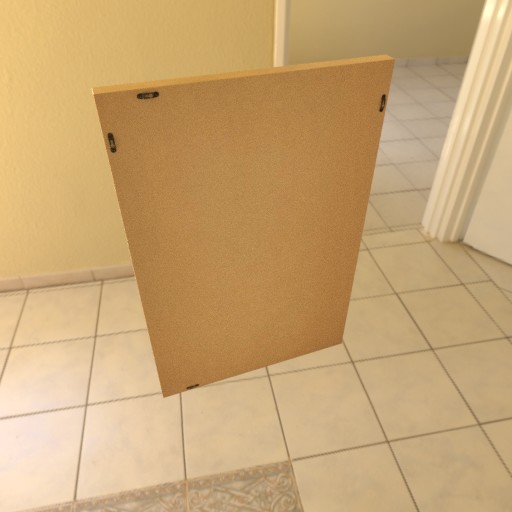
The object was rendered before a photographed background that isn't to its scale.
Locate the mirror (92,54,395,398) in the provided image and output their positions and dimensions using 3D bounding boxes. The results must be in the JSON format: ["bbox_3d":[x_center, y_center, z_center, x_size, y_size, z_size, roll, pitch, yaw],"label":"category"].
[{"bbox_3d":[0.000,0.000,1.145,0.609,0.915,0.040,-13,41,-16],"label":"mirror"}]
